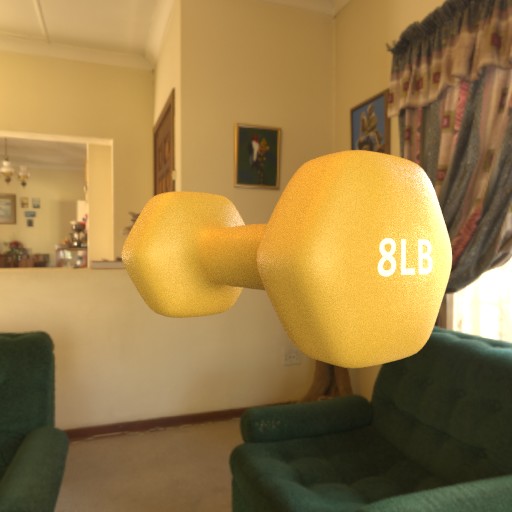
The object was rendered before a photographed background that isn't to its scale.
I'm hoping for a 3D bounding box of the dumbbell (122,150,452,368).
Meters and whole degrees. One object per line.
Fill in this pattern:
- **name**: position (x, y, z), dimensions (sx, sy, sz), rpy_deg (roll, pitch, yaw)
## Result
- **dumbbell**: position (0.000, 0.000, 0.238), dimensions (0.090, 0.082, 0.190), rpy_deg (-1, 1, -36)
